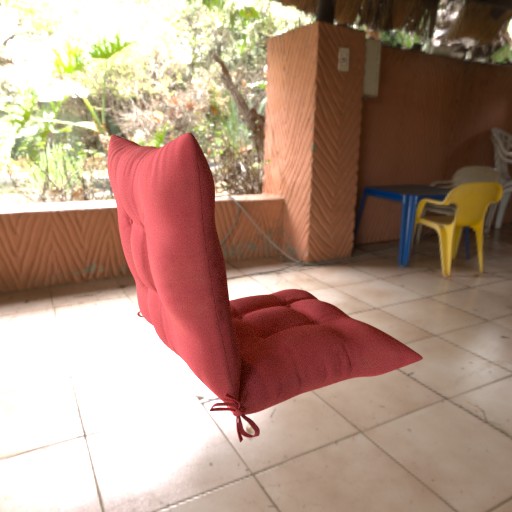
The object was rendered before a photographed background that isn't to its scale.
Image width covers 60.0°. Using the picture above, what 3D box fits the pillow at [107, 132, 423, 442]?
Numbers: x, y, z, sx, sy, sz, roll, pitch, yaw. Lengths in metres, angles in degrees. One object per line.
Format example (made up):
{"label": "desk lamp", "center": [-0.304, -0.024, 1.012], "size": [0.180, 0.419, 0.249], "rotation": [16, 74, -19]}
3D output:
{"label": "pillow", "center": [0.000, 0.000, 1.008], "size": [0.585, 0.536, 0.541], "rotation": [-8, 17, -28]}
